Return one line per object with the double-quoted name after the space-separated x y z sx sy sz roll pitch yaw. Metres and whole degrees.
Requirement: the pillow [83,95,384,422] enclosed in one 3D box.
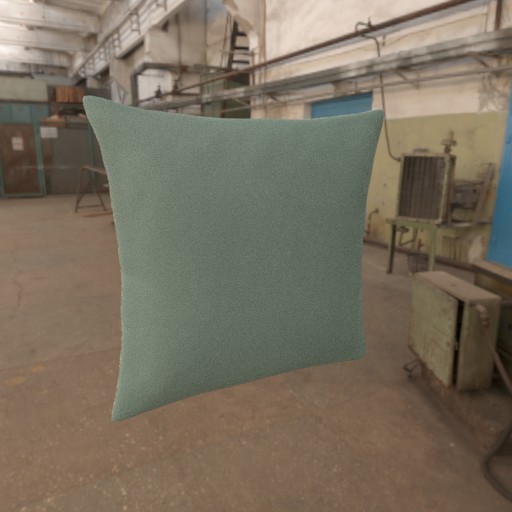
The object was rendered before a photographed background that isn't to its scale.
0.000 0.000 0.775 0.526 0.507 0.166 -7 16 -25 "pillow"
